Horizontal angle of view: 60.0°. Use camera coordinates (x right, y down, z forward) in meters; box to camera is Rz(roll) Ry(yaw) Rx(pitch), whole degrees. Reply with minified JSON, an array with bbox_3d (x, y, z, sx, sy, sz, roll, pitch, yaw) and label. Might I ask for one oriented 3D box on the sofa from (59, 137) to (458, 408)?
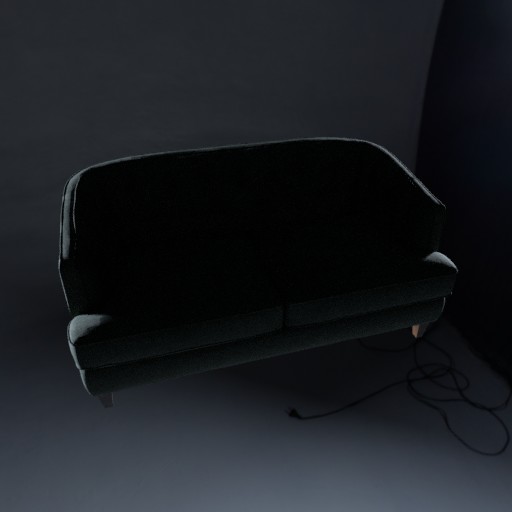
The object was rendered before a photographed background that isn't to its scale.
[{"bbox_3d":[0.000,0.000,2.221,1.733,0.855,0.941,-9,34,-14],"label":"sofa"}]
